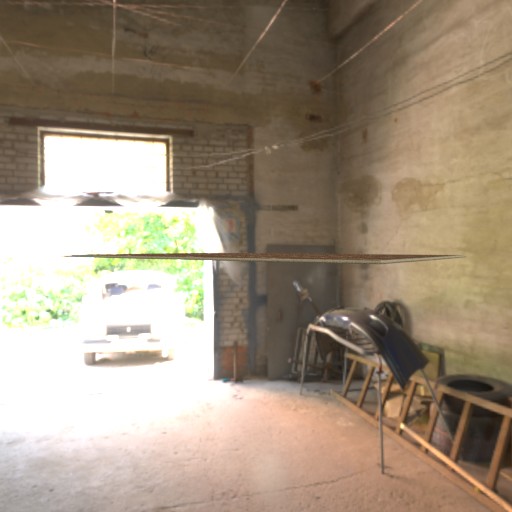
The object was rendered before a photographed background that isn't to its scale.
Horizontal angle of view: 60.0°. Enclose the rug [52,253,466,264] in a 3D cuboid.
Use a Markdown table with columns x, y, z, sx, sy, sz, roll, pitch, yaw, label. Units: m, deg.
| x | y | z | sx | sy | sz | roll | pitch | yaw | label |
| --- | --- | --- | --- | --- | --- | --- | --- | --- | --- |
| 0.000 | 0.000 | 2.928 | 2.294 | 0.014 | 1.528 | 1 | 1 | 36 | rug |
